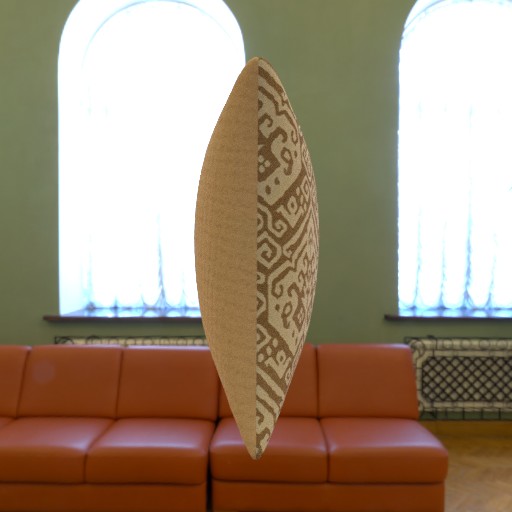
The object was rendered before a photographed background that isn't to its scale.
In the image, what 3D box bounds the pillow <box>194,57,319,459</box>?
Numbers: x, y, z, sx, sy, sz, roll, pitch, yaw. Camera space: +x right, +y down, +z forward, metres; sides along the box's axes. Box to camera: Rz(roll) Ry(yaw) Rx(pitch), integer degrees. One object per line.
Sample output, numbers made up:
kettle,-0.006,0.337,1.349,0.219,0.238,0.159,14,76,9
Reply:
pillow,0.000,0.000,0.646,0.173,0.407,0.419,0,1,0
